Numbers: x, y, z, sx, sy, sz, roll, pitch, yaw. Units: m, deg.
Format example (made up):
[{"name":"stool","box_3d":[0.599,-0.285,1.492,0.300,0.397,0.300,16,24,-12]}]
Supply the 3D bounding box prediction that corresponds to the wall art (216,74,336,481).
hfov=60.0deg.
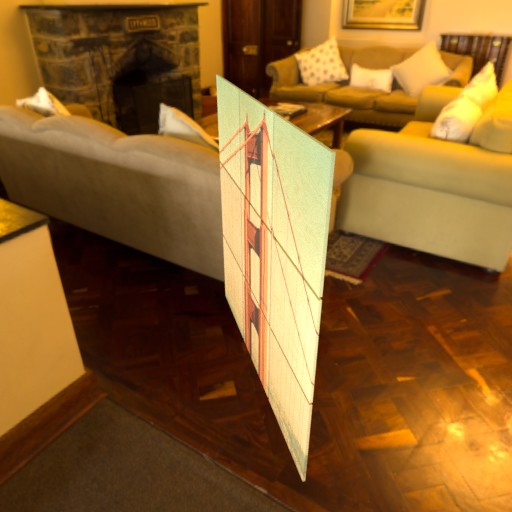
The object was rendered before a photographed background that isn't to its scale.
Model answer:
[{"name":"wall art","box_3d":[0.000,0.000,2.257,0.013,1.523,1.517,-9,31,-14]}]
